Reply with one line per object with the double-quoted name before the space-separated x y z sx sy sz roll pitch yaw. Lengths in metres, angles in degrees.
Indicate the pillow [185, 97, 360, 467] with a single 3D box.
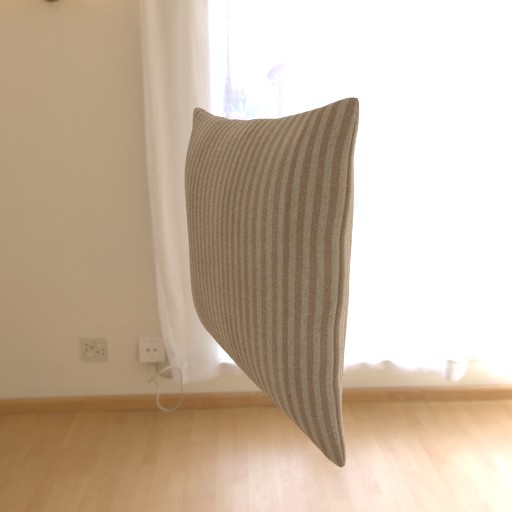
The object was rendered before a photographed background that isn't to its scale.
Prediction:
"pillow" 0.000 0.000 0.783 0.166 0.510 0.523 -9 19 -26
